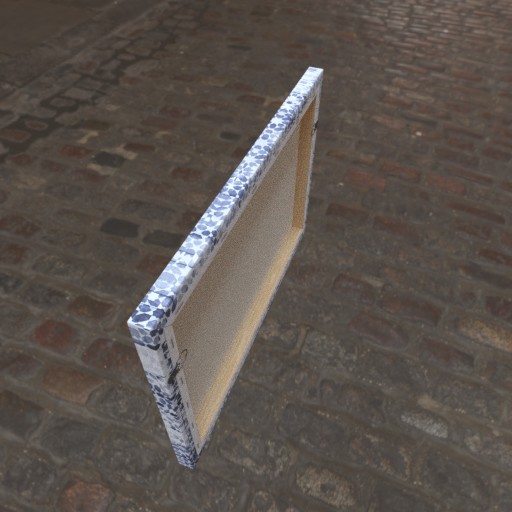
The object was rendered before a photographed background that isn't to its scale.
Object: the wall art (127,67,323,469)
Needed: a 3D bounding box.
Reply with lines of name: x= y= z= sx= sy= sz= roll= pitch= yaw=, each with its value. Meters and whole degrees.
wall art: x=0.000 y=0.000 z=0.768 sx=0.030 sy=0.406 sz=0.608 roll=16 pitch=49 yaw=15
